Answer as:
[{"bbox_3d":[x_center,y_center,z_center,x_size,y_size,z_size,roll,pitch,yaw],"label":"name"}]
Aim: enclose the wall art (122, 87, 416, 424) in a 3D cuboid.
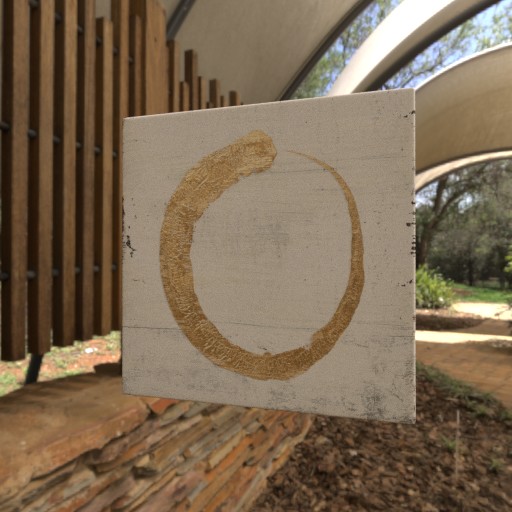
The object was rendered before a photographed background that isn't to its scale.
[{"bbox_3d":[0.000,0.000,1.128,0.762,0.762,0.038,0,0,17],"label":"wall art"}]
